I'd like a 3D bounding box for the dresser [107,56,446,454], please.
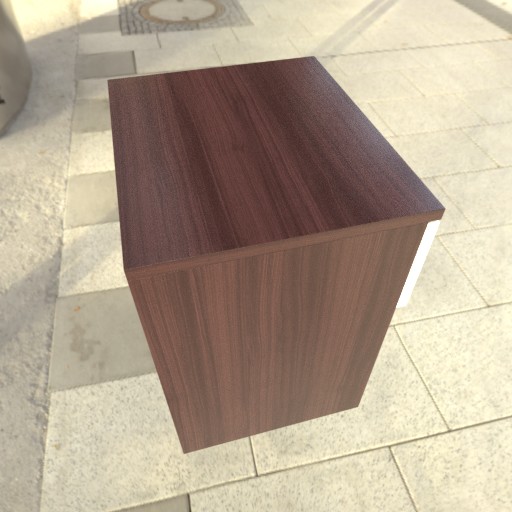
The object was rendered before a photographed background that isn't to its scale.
[{"bbox_3d":[0.000,0.000,0.743,0.360,0.470,0.400,-11,48,-10],"label":"dresser"}]
